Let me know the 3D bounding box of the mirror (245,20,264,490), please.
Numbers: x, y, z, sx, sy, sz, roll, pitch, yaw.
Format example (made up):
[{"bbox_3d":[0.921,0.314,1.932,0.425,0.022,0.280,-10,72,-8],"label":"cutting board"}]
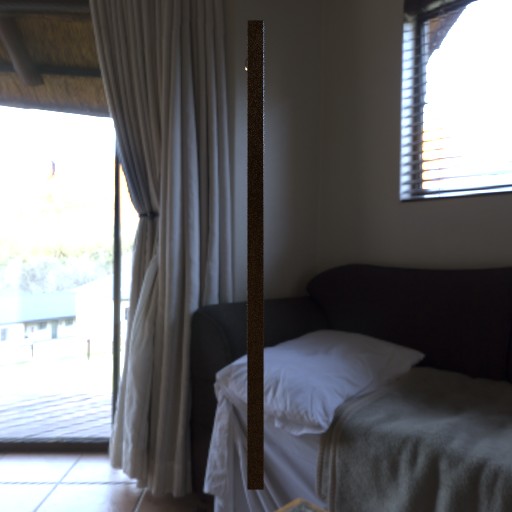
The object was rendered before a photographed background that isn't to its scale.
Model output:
[{"bbox_3d":[0.000,0.000,1.340,0.040,1.016,0.762,0,-1,0],"label":"mirror"}]
